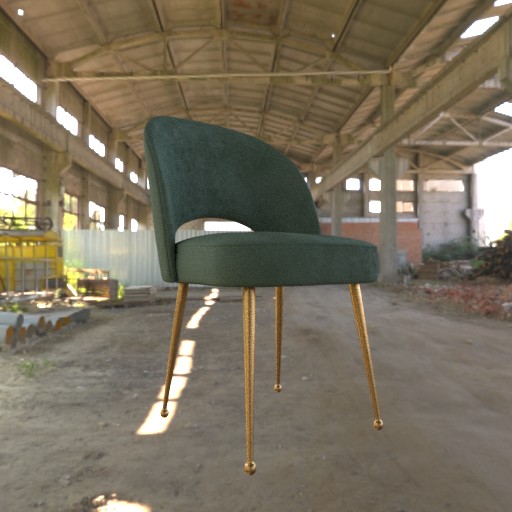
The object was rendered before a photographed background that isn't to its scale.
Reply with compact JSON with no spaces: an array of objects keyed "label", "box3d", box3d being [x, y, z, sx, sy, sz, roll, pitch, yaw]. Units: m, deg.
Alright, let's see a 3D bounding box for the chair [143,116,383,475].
[{"label":"chair","box3d":[0.000,0.000,1.188,0.527,0.860,0.577,1,-1,-36]}]
